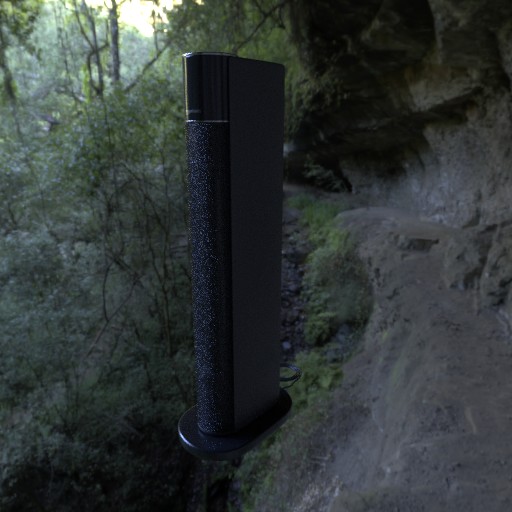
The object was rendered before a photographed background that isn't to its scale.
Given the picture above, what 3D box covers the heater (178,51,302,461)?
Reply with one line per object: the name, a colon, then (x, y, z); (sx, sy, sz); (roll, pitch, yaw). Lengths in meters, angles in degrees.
heater: (0.000, 0.000, 1.063); (0.214, 0.856, 0.458); (16, 22, 43)
